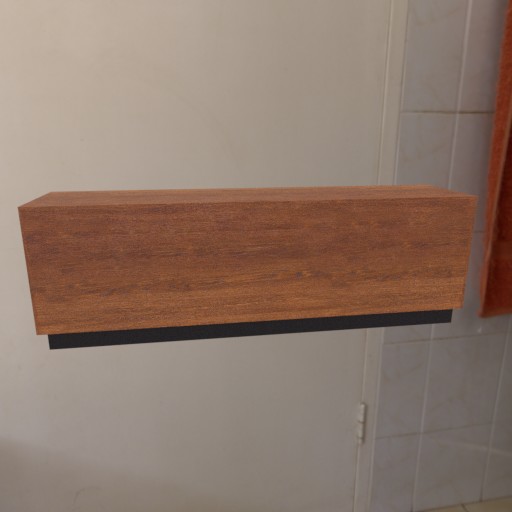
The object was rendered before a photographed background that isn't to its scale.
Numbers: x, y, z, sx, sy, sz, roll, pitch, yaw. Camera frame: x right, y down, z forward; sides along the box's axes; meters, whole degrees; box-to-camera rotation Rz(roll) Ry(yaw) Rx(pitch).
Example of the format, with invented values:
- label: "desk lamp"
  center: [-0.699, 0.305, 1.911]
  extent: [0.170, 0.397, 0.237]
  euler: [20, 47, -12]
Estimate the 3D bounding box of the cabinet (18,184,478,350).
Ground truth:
- label: "cabinet"
  center: [0.000, 0.000, 1.797]
  extent: [1.600, 0.510, 0.419]
  euler: [-2, 16, -8]
